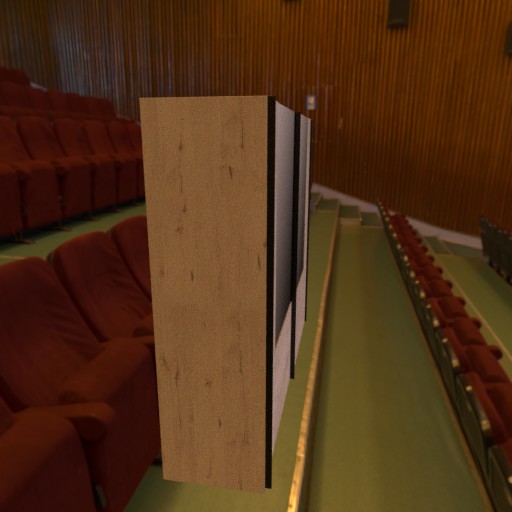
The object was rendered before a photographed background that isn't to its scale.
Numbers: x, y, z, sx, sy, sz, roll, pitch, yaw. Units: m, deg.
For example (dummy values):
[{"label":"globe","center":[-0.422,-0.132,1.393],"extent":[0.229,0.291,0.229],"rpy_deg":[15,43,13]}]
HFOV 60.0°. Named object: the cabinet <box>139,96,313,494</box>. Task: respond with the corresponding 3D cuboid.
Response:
[{"label":"cabinet","center":[0.000,0.000,3.531],"extent":[0.660,2.180,2.500],"rpy_deg":[3,15,11]}]
